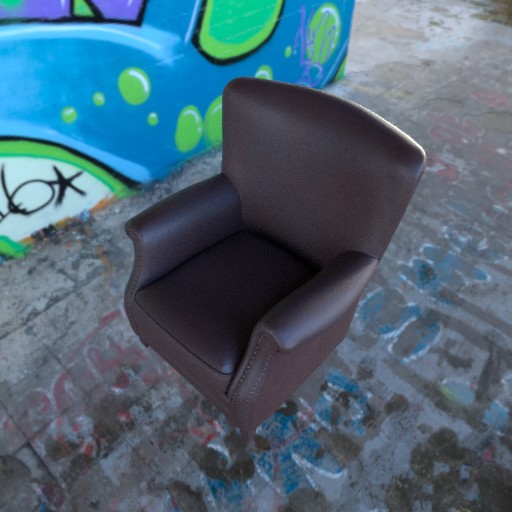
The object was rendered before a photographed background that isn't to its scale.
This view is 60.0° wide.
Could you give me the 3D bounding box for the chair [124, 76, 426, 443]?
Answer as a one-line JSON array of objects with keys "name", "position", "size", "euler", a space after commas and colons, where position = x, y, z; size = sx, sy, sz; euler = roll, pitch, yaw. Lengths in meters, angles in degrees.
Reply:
[{"name": "chair", "position": [0.000, 0.000, 1.382], "size": [0.700, 0.800, 0.746], "euler": [33, 54, 28]}]
